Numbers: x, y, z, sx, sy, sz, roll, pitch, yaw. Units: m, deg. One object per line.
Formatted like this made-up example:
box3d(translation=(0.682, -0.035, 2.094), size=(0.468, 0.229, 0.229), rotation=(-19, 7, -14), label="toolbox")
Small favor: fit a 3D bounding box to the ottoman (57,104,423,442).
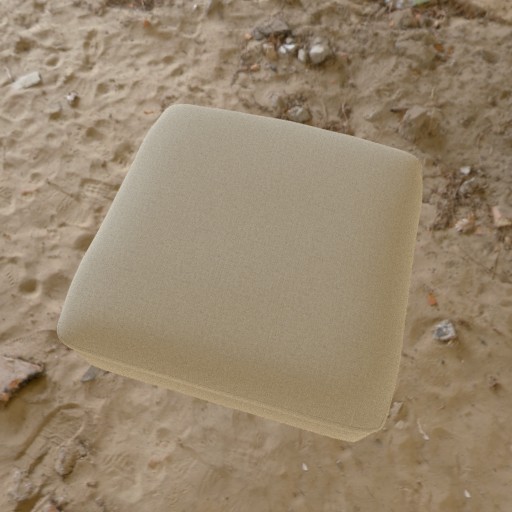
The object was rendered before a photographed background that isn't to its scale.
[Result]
box3d(translation=(0.000, 0.000, 1.527), size=(0.996, 0.467, 0.977), rotation=(14, 64, 7), label="ottoman")
